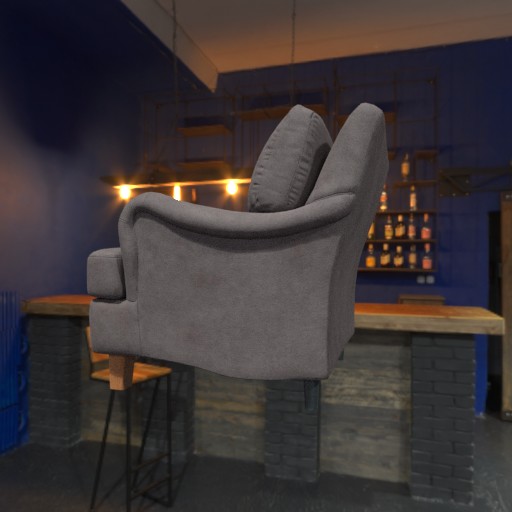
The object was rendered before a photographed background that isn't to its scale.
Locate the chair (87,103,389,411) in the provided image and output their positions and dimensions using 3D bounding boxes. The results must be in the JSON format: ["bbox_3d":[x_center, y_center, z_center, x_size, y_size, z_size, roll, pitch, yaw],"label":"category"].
[{"bbox_3d":[0.000,0.000,1.882,1.070,0.997,0.955,0,0,18],"label":"chair"}]
